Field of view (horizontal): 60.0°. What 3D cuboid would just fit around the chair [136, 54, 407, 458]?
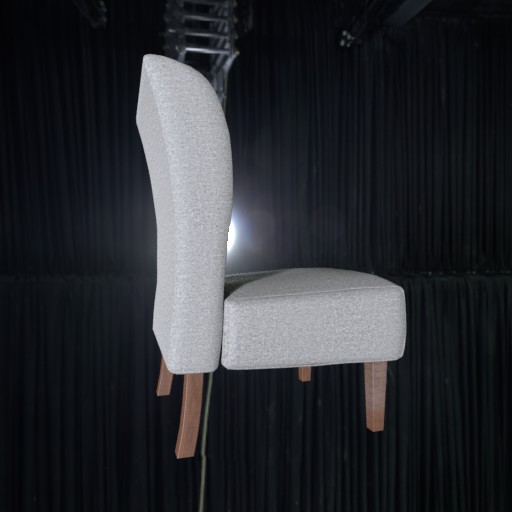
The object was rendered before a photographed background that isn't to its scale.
[{"bbox_3d":[0.000,0.000,1.153,0.592,0.804,0.513,0,2,-18],"label":"chair"}]
